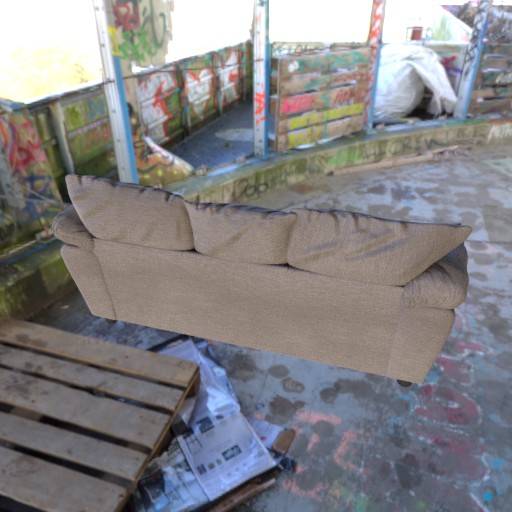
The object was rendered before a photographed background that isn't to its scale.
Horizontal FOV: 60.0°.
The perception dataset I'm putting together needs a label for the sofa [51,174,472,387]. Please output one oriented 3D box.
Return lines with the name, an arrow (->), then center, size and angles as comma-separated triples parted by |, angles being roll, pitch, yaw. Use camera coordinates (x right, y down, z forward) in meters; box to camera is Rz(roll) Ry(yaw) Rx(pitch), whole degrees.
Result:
sofa -> 0.000, 0.000, 2.776 | 2.390, 1.043, 0.927 | 9, 32, 14
